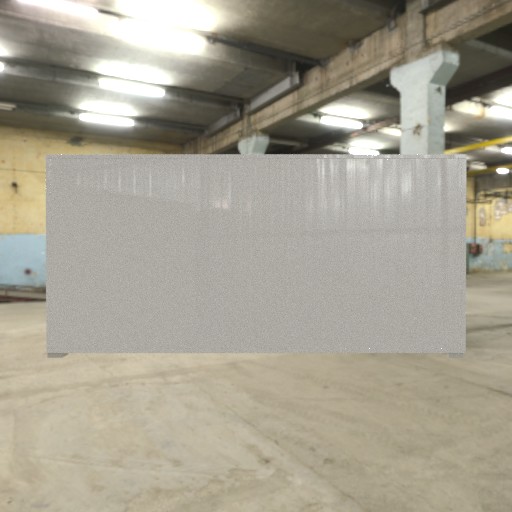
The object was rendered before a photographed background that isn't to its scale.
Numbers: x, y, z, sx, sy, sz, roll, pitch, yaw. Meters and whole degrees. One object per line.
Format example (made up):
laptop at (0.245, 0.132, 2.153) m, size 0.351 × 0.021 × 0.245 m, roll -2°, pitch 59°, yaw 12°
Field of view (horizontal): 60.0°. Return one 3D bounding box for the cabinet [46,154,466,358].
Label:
cabinet at (0.000, 0.000, 1.941) m, size 1.650 × 0.800 × 0.400 m, roll 0°, pitch 0°, yaw 0°
